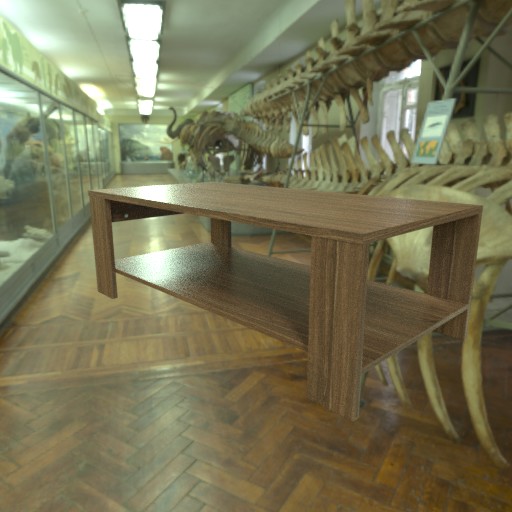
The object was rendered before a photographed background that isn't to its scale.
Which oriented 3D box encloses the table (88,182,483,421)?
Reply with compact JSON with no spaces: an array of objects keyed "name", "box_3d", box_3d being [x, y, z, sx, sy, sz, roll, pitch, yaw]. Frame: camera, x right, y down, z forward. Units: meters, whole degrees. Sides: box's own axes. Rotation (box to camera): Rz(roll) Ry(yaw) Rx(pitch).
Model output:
[{"name":"table","box_3d":[0.000,0.000,1.498,0.600,0.400,1.200,-13,19,-42]}]
